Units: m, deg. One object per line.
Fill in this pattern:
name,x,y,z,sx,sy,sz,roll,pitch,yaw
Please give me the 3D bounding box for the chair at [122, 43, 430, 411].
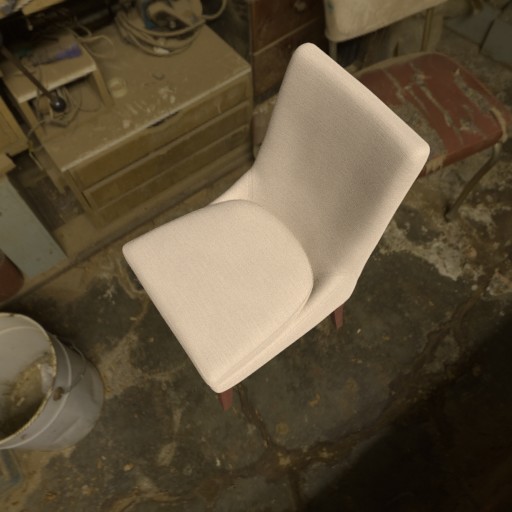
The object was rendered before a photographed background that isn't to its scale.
chair,0.000,0.000,1.306,0.638,0.940,0.515,-32,67,-15
